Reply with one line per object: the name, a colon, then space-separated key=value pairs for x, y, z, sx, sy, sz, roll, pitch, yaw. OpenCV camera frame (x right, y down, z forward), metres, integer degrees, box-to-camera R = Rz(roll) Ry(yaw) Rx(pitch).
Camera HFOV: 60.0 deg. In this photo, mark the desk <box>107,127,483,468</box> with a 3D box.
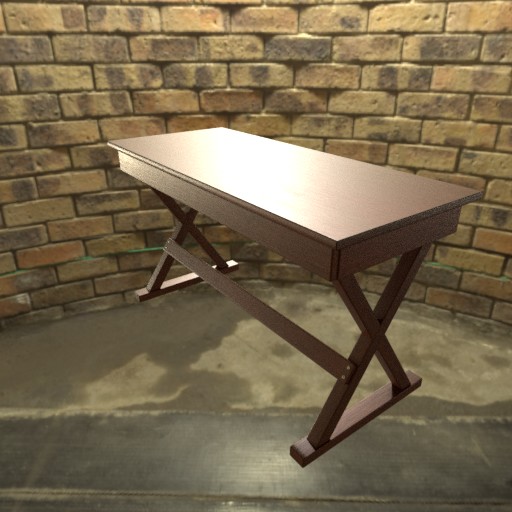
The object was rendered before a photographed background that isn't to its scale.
desk: x=0.000 y=0.000 z=1.765 sx=0.600 sy=0.761 sz=1.372 roll=-18 pitch=31 yaw=-33
